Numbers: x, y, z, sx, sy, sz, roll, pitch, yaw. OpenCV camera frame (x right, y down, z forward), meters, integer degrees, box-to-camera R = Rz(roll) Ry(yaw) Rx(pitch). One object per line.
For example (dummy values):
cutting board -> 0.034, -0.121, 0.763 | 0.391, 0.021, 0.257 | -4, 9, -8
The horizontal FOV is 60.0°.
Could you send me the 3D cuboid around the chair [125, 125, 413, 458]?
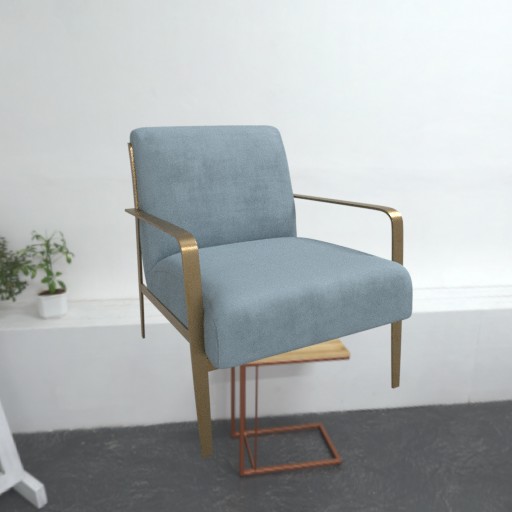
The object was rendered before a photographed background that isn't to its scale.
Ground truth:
chair -> 0.000, 0.000, 1.486 | 0.701, 0.824, 0.842 | -9, 20, -26
